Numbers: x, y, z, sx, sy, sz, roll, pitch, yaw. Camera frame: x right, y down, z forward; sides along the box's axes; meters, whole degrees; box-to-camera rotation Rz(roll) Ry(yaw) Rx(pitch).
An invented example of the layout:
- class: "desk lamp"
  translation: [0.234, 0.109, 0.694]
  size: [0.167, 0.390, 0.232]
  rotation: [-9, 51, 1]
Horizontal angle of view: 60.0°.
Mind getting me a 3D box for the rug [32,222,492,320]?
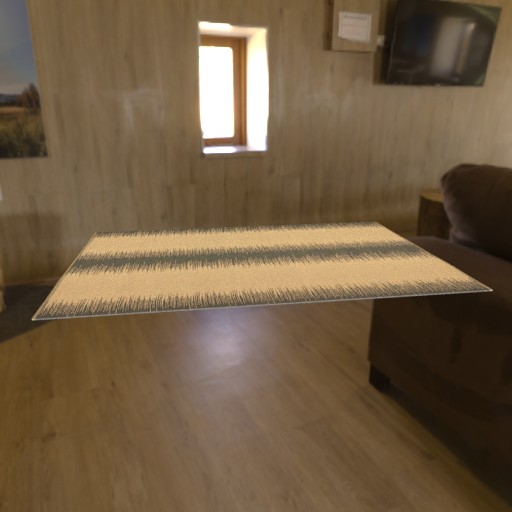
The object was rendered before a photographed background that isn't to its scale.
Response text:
- class: "rug"
  translation: [0.000, 0.000, 2.324]
  size: [1.854, 0.006, 1.234]
  rotation: [-3, 18, -8]
